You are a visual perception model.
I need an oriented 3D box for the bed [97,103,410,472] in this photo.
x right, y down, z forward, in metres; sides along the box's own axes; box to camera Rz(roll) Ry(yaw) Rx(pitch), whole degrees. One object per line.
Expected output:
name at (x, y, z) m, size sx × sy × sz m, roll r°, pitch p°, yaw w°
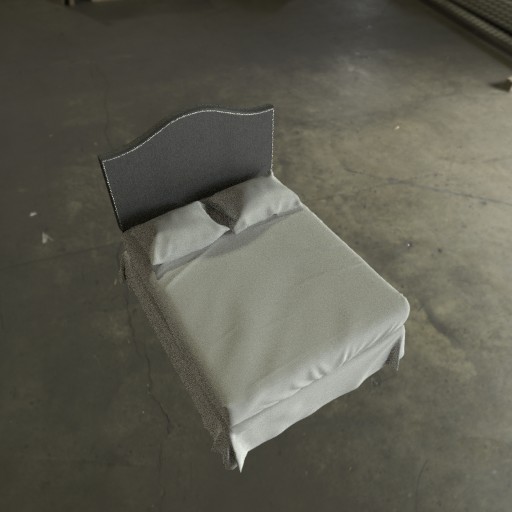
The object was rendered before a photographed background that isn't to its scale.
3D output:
bed at (0.000, 0.000, 3.534) m, size 1.876 × 1.645 × 2.221 m, roll -24°, pitch 51°, yaw -21°
